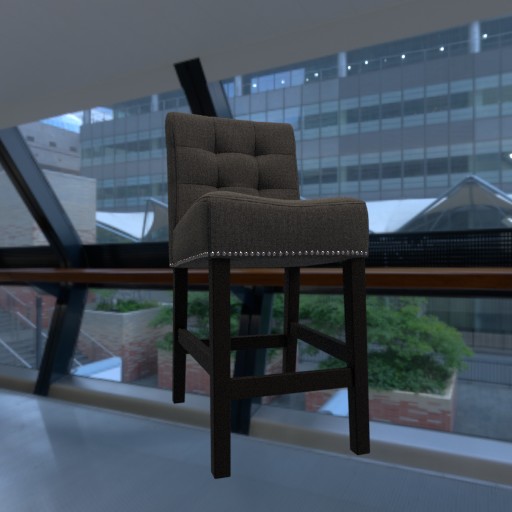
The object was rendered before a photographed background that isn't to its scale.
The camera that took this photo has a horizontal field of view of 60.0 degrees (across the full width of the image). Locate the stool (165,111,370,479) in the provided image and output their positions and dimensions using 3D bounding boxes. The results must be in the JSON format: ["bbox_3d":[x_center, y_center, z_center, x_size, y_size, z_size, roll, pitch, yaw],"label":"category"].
[{"bbox_3d":[0.000,0.000,1.201,0.427,0.885,0.571,0,0,-19],"label":"stool"}]
